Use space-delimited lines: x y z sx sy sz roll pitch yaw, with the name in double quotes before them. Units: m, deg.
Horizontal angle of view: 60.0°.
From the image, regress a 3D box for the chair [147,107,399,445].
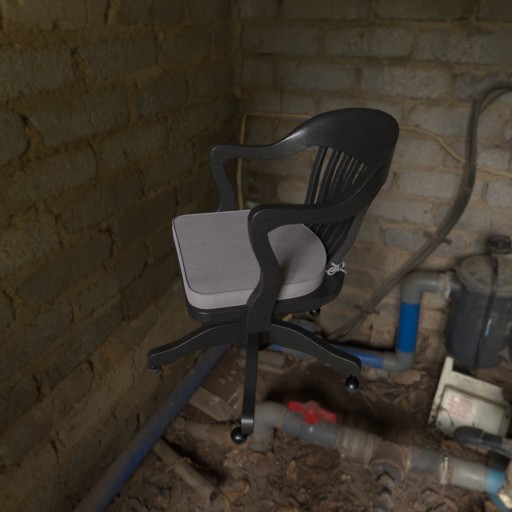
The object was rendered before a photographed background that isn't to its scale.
"chair" 0.000 0.000 1.446 0.788 0.878 0.750 -7 30 -13
